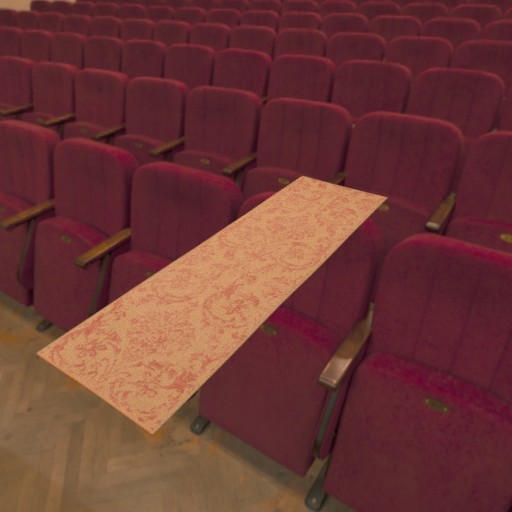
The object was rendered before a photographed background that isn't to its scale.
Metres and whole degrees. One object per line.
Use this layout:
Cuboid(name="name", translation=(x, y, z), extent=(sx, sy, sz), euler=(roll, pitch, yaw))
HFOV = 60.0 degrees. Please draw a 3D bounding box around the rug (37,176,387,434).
Cuboid(name="rug", translation=(0.000, 0.000, 2.400), extent=(0.662, 0.011, 2.196), euler=(20, 38, 28))
